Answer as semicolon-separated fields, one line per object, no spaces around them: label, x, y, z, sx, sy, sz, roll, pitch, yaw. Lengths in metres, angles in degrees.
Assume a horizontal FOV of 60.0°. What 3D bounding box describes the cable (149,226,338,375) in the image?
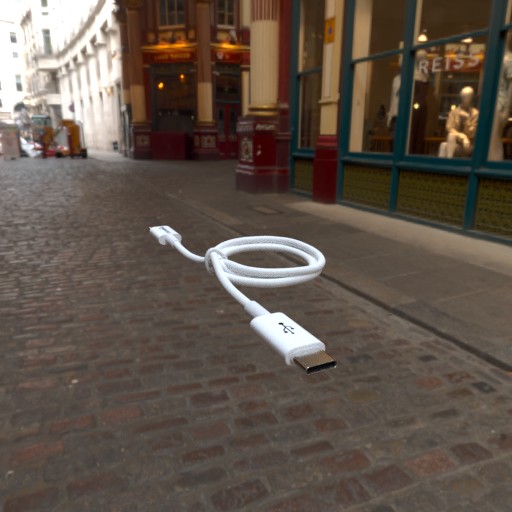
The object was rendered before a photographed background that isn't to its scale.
cable;0.000;0.000;0.227;0.070;0.014;0.203;-8;18;-25
